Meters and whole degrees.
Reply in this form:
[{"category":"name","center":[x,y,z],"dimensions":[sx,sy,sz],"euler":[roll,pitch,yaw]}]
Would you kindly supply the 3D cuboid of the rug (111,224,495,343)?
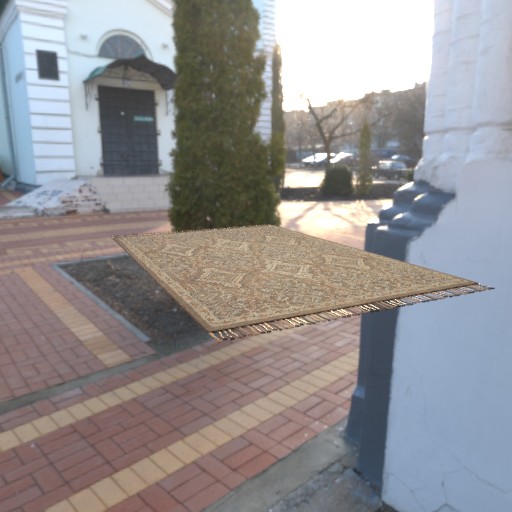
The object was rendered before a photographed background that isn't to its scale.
[{"category":"rug","center":[0.000,0.000,2.984],"dimensions":[1.516,0.010,2.434],"euler":[-6,14,-26]}]
